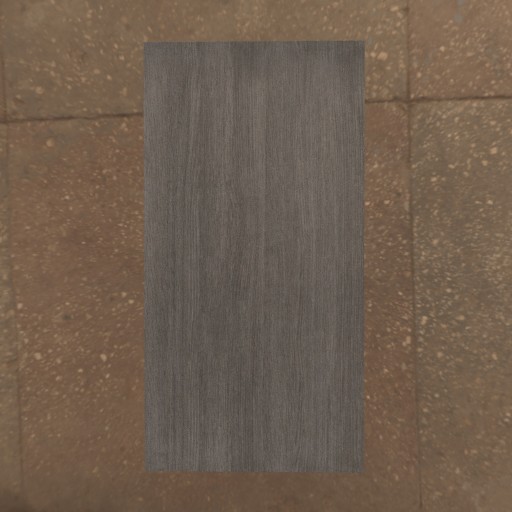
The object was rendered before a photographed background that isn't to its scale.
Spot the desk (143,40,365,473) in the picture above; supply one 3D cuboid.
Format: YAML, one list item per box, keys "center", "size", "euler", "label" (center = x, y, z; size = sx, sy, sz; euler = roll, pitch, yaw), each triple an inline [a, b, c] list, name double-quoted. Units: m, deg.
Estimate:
- center: [0.000, 0.000, 1.495]
  size: [0.560, 0.735, 1.097]
  euler: [0, 91, 1]
  label: "desk"
